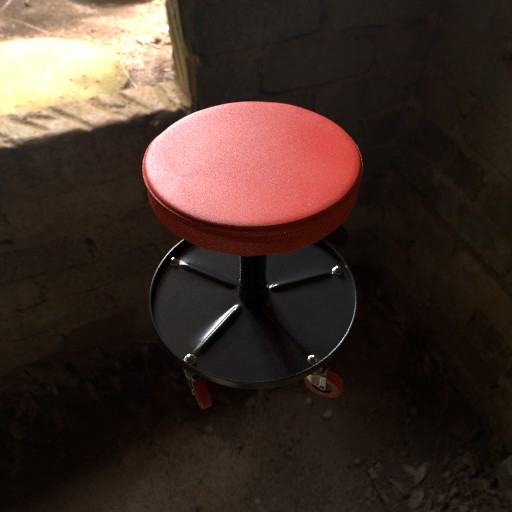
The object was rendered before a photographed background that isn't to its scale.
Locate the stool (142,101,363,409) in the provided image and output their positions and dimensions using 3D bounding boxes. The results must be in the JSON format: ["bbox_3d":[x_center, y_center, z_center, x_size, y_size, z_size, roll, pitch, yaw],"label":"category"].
[{"bbox_3d":[0.000,0.000,0.679,0.382,0.365,0.381,24,52,21],"label":"stool"}]
